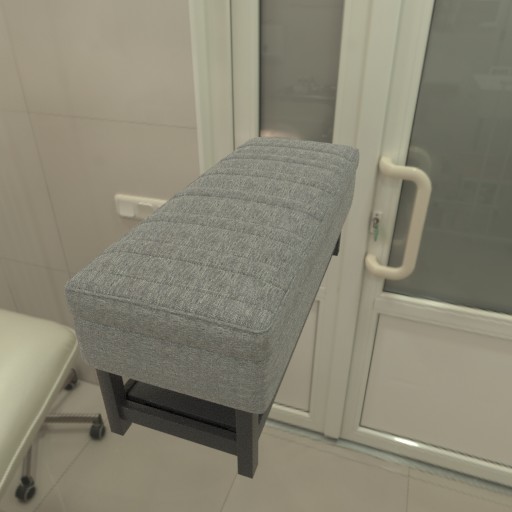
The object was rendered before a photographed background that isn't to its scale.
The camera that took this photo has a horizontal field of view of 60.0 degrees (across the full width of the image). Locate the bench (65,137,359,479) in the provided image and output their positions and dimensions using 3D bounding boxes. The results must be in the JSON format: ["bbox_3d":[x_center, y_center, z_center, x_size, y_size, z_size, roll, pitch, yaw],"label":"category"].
[{"bbox_3d":[0.000,0.000,1.313,0.429,0.470,1.100,10,32,17],"label":"bench"}]
